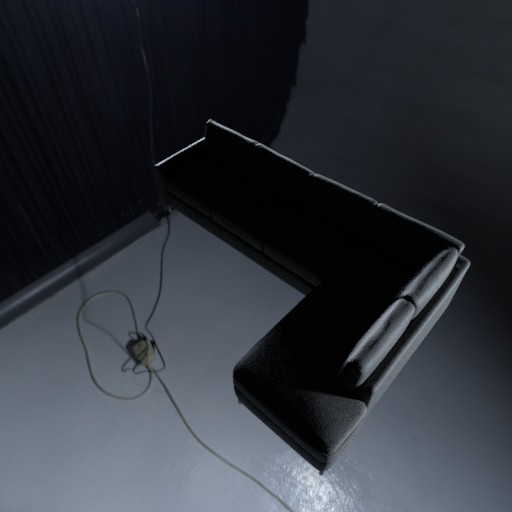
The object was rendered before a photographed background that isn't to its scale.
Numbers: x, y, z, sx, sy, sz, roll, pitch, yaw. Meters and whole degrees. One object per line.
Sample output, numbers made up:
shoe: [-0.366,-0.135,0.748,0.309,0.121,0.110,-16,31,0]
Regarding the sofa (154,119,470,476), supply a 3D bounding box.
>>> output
sofa: [0.000,0.000,3.841,2.972,0.858,1.984,33,55,27]
